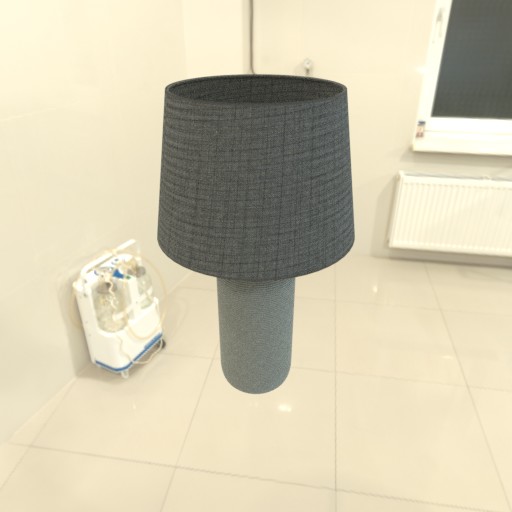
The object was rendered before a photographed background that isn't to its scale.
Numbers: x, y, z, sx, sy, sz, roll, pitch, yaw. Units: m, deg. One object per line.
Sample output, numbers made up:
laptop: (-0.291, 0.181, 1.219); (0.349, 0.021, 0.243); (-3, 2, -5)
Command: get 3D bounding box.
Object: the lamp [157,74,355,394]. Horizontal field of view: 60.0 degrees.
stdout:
lamp: (0.000, 0.000, 0.594); (0.251, 0.429, 0.251); (0, 29, 0)
